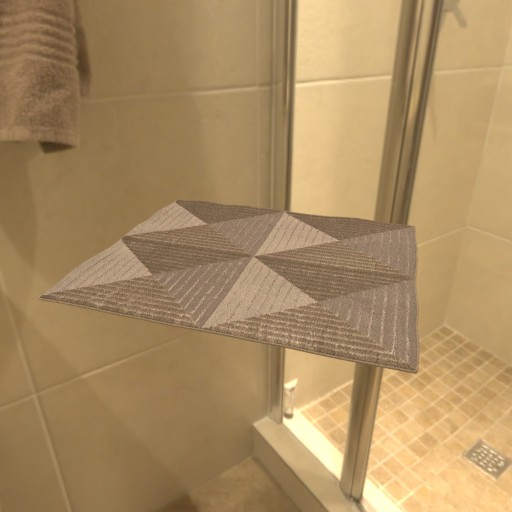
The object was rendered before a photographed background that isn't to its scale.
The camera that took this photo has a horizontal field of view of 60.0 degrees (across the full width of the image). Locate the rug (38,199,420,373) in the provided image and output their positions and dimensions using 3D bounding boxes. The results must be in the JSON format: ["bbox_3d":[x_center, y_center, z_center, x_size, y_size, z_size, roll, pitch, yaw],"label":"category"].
[{"bbox_3d":[0.000,0.000,0.924,0.642,0.008,0.551,8,28,16],"label":"rug"}]
